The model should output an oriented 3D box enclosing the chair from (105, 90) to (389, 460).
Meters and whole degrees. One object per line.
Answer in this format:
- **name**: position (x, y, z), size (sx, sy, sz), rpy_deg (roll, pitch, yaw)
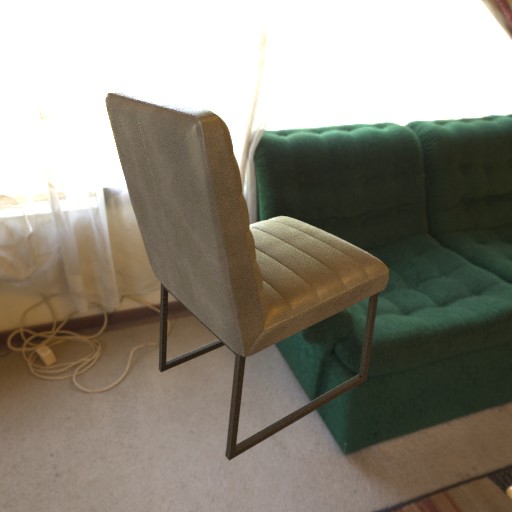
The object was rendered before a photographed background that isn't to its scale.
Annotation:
- **chair**: position (0.000, 0.000, 1.321), size (0.634, 0.930, 0.520), rpy_deg (-17, 31, -31)
